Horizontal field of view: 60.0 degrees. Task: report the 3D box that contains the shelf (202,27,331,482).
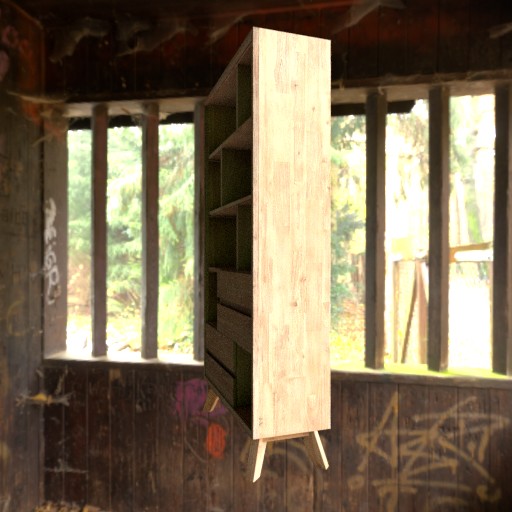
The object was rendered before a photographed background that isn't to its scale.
[{"bbox_3d":[0.000,0.000,1.819,0.308,1.471,0.748,0,0,-19],"label":"shelf"}]
